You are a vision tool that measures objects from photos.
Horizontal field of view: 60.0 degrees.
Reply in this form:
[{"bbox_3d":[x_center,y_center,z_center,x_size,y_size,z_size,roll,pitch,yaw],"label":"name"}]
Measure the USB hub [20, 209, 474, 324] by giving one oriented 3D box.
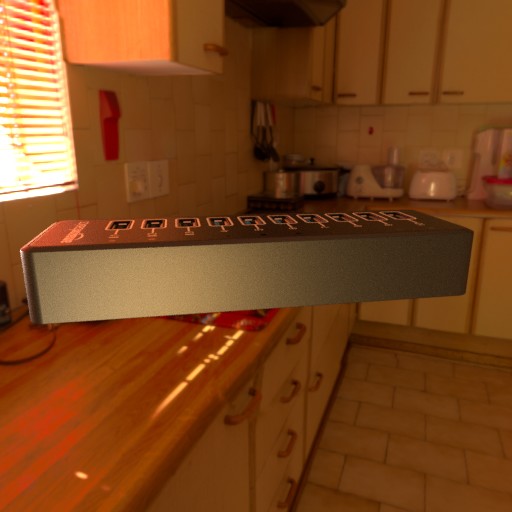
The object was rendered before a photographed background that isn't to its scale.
[{"bbox_3d":[0.000,0.000,0.160,0.145,0.023,0.044,-3,16,-10],"label":"USB hub"}]
